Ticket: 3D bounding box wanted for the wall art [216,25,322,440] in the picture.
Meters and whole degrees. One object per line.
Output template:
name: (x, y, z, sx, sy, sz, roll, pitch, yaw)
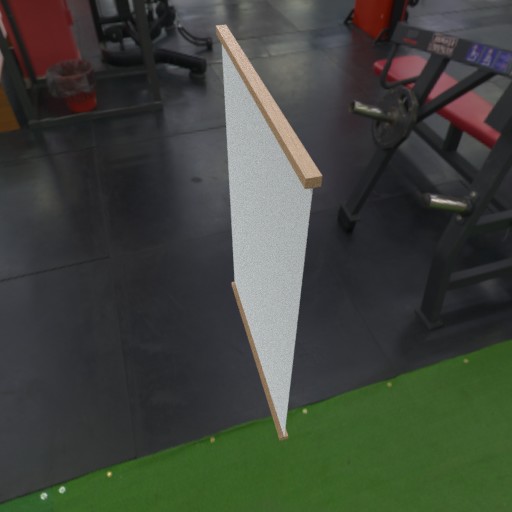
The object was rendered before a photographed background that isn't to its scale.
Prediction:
wall art: (0.000, 0.000, 0.635, 0.013, 0.510, 0.335, -11, 47, -11)
